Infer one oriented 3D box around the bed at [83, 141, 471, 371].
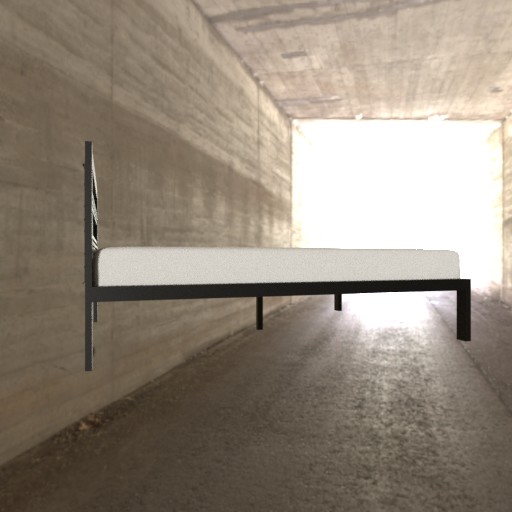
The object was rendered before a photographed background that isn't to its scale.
[{"bbox_3d":[0.000,0.000,2.909,2.062,0.967,1.524,0,0,-19],"label":"bed"}]
